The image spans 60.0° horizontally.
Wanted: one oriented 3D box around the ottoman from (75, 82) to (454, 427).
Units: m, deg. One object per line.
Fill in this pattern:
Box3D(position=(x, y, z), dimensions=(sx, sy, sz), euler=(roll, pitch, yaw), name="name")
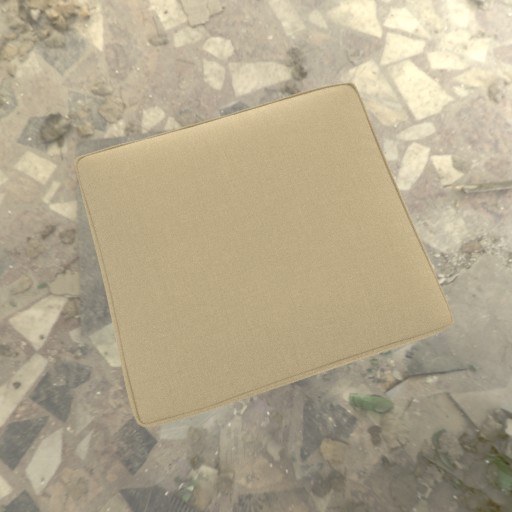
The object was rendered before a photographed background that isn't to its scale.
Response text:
Box3D(position=(0.000, 0.000, 1.155), dimensions=(0.716, 0.505, 0.662), euler=(-17, 76, -4), name="ottoman")
